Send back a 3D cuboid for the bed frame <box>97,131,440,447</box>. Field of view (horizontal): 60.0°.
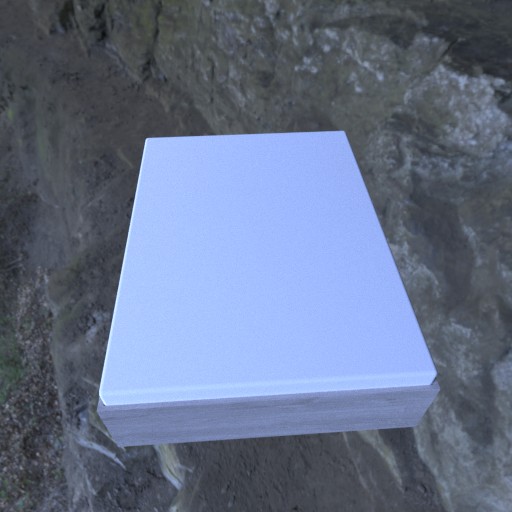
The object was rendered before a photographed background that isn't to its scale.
[{"bbox_3d":[0.000,0.000,2.632,1.448,0.490,1.944,-3,47,-3],"label":"bed frame"}]
